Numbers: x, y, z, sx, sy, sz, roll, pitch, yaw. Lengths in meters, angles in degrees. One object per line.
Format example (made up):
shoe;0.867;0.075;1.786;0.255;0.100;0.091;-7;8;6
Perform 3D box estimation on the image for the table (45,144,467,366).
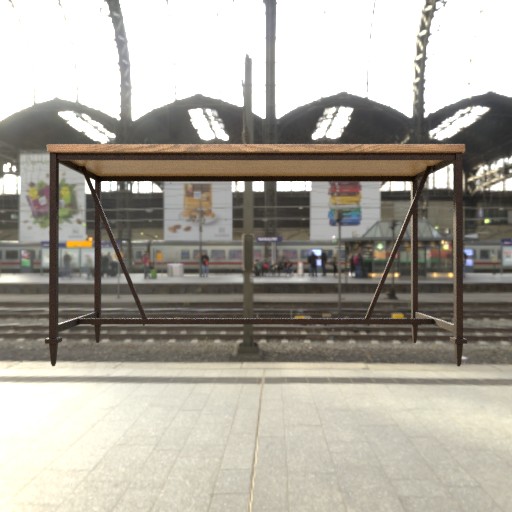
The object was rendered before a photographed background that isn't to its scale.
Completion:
table;0.000;0.000;2.062;1.700;0.902;0.551;0;0;0
